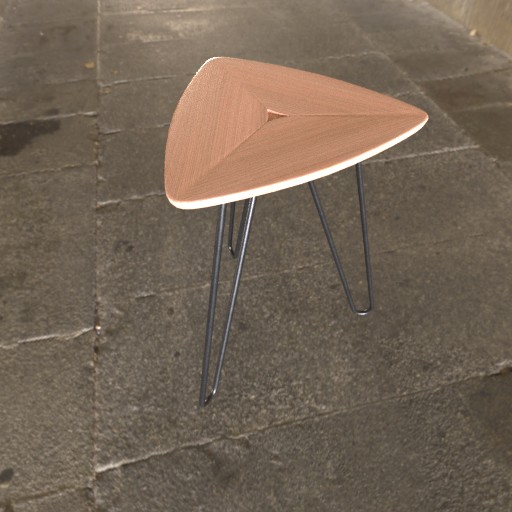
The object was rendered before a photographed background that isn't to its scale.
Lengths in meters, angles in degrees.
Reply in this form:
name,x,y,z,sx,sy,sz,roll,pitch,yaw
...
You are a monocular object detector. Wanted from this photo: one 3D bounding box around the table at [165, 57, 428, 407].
name,x,y,z,sx,sy,sz,roll,pitch,yaw
table,0.000,0.000,0.888,0.442,0.564,0.455,24,51,21
